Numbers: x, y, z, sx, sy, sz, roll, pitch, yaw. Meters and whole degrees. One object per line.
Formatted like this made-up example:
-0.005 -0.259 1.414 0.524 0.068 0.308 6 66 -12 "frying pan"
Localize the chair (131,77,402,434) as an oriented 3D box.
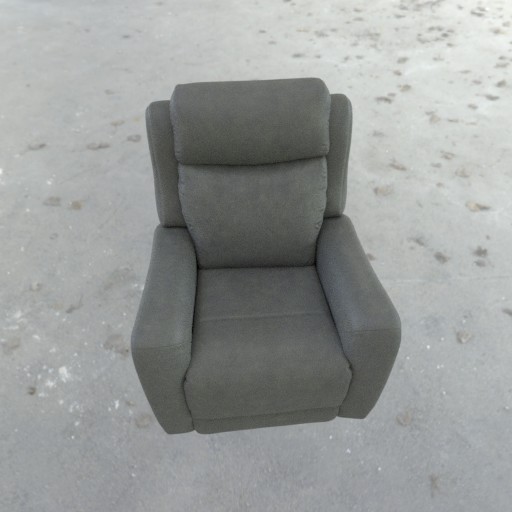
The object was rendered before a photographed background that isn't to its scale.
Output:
0.000 0.000 1.870 0.967 1.116 1.068 -3 46 -3 "chair"
